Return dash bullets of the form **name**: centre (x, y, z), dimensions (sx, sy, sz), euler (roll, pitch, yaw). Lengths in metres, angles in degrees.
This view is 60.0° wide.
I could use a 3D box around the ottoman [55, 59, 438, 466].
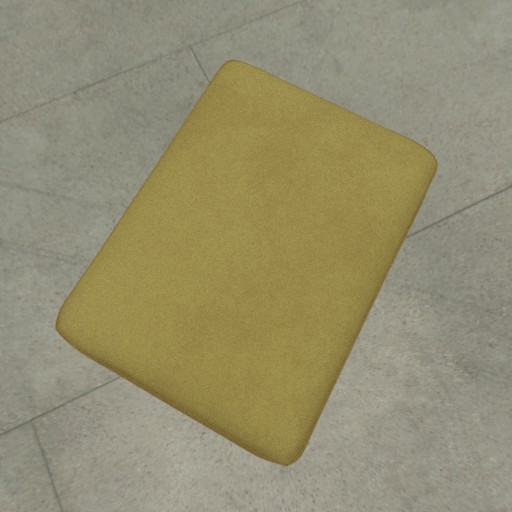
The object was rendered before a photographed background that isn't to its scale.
- **ottoman**: centre (0.000, 0.000, 1.151), dimensions (0.608, 0.449, 0.811), euler (28, 77, 7)
